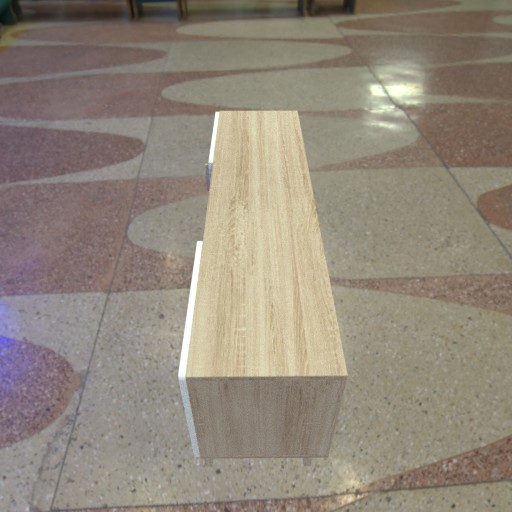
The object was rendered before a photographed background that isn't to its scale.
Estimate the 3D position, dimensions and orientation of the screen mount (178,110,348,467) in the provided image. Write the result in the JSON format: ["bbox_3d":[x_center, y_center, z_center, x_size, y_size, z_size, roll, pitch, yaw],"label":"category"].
[{"bbox_3d":[0.000,0.000,1.790,0.420,0.570,1.500,0,41,0],"label":"screen mount"}]
